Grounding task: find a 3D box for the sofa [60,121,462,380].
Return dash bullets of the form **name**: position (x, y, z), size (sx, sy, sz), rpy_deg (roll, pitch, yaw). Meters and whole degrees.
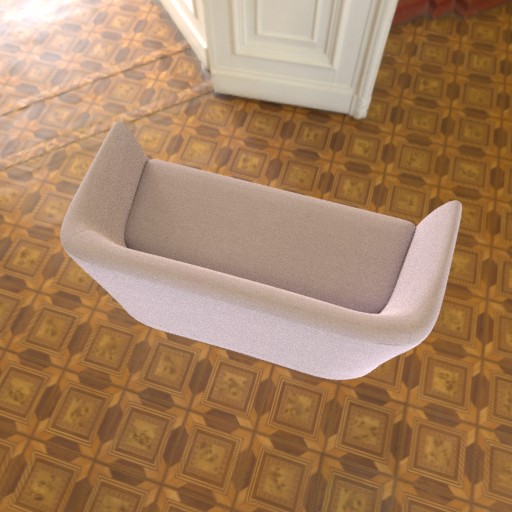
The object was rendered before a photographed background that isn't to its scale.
- **sofa**: position (0.000, 0.000, 1.837), size (1.452, 0.721, 0.705), rpy_deg (15, 65, 7)
